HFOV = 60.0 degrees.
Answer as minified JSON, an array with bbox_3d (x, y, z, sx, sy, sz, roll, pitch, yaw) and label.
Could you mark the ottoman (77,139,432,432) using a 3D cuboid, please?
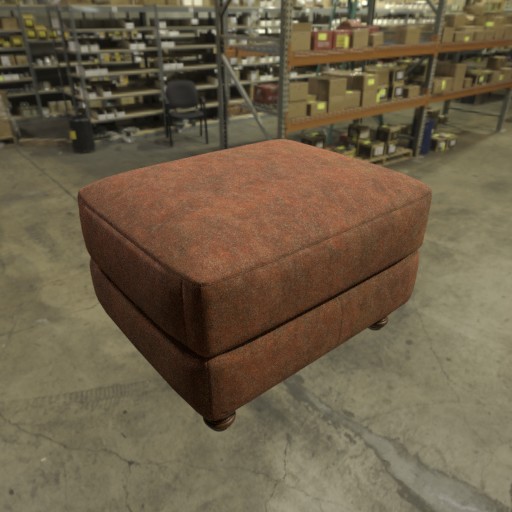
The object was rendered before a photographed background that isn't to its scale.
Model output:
[{"bbox_3d":[0.000,0.000,1.225,0.787,0.508,0.635,-22,36,-34],"label":"ottoman"}]
